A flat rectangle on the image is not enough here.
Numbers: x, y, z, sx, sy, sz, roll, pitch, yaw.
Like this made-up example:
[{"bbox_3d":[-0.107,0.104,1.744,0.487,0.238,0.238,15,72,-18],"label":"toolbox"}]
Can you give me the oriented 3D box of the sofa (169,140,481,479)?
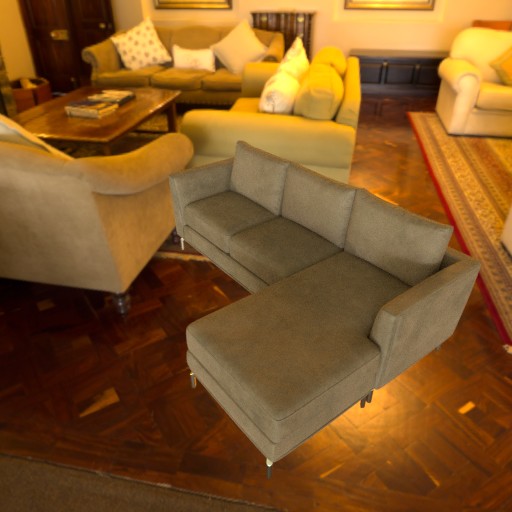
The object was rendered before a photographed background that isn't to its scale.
[{"bbox_3d":[0.000,0.000,3.226,1.622,0.987,2.438,-22,39,-31],"label":"sofa"}]
